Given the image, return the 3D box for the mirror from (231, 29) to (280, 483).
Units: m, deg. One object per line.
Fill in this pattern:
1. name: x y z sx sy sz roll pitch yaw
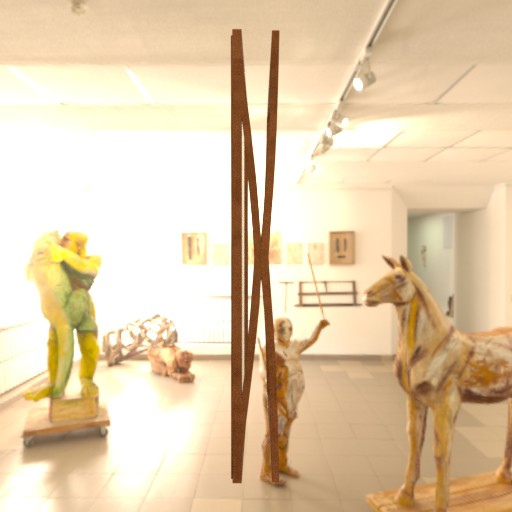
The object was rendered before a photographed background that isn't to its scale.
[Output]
1. mirror: 0.000 0.000 0.982 0.082 0.768 0.468 0 1 0
